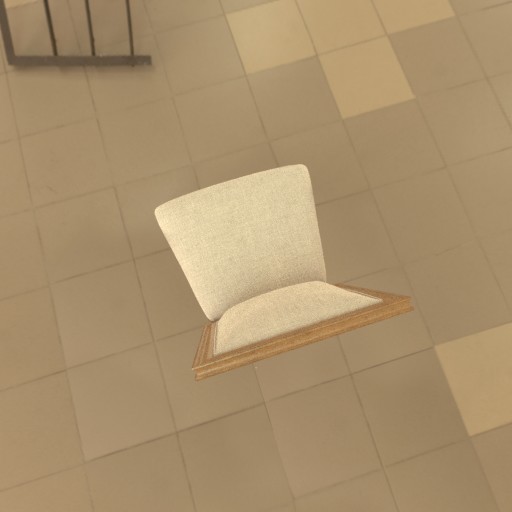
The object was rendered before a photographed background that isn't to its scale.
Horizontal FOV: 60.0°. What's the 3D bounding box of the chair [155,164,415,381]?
[{"bbox_3d":[0.000,0.000,1.331,0.536,0.988,0.601,-17,76,-4],"label":"chair"}]
